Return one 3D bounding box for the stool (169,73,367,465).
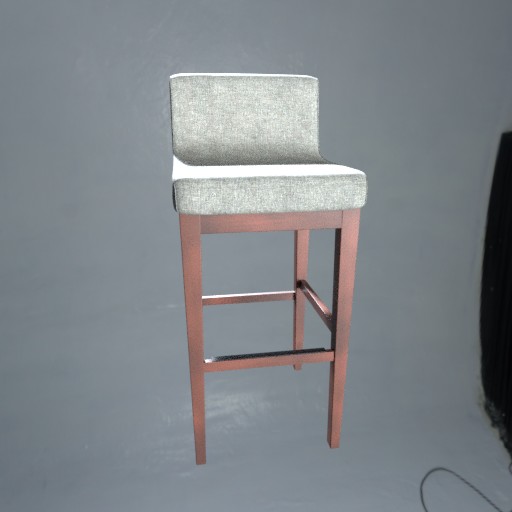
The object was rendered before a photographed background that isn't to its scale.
[{"bbox_3d":[0.000,0.000,1.222,0.426,0.965,0.499,-3,18,-9],"label":"stool"}]
